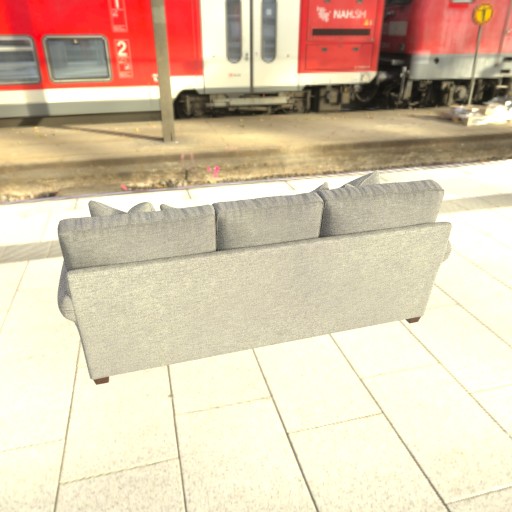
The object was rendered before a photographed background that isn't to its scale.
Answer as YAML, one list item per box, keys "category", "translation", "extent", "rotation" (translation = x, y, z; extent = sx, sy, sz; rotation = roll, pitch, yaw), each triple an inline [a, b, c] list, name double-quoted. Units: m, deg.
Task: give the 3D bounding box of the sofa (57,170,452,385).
- category: "sofa"
  translation: [0.000, 0.000, 2.863]
  extent: [2.312, 0.975, 0.965]
  rotation: [-8, 28, -15]
